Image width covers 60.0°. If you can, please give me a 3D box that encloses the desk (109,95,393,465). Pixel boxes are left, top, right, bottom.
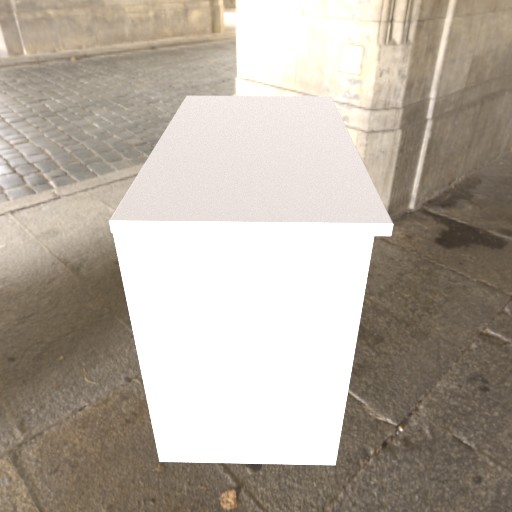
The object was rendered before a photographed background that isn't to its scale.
[{"bbox_3d":[0.000,0.000,1.351,0.498,0.729,0.900,1,33,1],"label":"desk"}]
